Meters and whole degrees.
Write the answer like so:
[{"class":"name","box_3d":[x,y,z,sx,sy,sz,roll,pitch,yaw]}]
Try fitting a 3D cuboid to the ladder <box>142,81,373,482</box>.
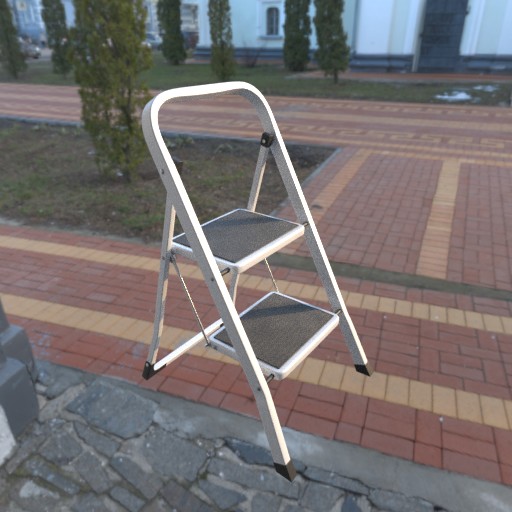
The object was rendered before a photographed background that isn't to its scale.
[{"class":"ladder","box_3d":[0.000,0.000,1.140,0.544,0.810,0.460,18,32,32]}]
